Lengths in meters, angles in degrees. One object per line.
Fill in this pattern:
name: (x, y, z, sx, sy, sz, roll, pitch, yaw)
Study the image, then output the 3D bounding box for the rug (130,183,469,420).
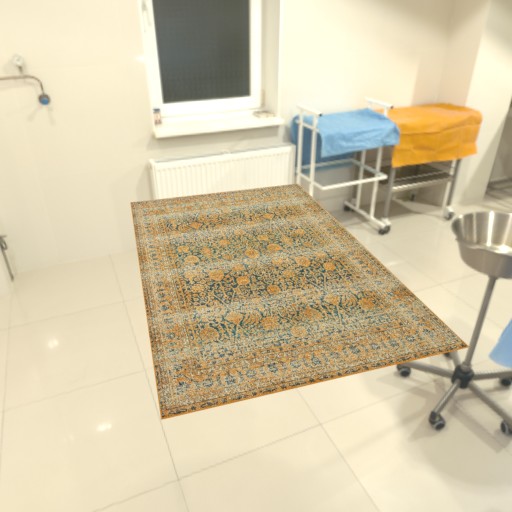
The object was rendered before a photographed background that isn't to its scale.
rug: (0.000, 0.000, 2.991, 1.525, 0.007, 2.336, -9, 32, -14)
